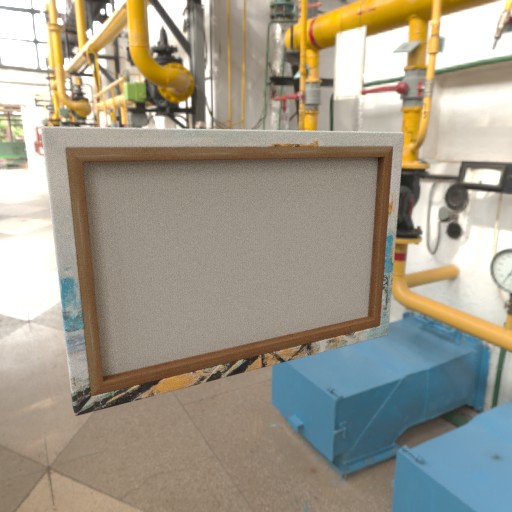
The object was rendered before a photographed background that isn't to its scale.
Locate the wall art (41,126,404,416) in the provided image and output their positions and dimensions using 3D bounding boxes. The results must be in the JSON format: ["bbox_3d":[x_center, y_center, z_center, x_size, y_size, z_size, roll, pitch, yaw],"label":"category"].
[{"bbox_3d":[0.000,0.000,1.115,0.913,0.609,0.038,-7,16,-27],"label":"wall art"}]
